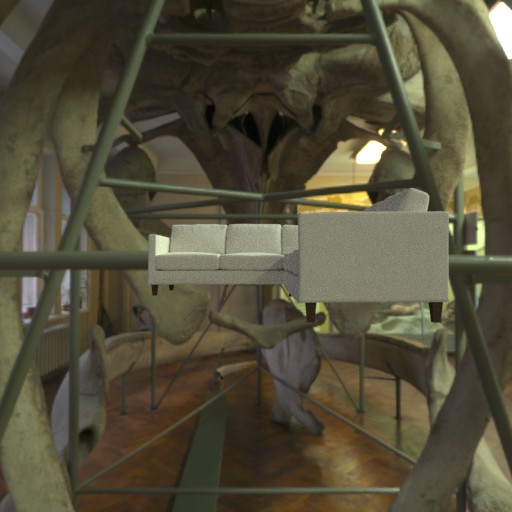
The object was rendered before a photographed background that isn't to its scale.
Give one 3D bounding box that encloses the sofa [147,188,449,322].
[{"bbox_3d":[0.000,0.000,4.305,2.432,0.863,3.182,0,-1,1],"label":"sofa"}]
